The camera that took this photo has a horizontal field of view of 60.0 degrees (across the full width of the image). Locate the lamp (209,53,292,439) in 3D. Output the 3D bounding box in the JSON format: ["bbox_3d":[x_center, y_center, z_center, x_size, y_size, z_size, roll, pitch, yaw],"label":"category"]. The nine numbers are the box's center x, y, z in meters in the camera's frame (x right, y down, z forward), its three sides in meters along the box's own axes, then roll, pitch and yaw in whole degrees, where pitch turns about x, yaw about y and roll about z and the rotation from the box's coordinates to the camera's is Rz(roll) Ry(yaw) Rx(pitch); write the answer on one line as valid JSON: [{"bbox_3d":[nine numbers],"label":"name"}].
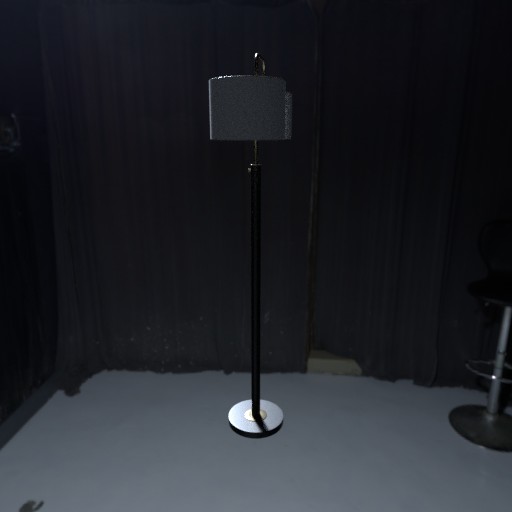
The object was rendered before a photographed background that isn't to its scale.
[{"bbox_3d":[0.000,0.000,1.856,0.254,1.587,0.711,2,15,7],"label":"lamp"}]
